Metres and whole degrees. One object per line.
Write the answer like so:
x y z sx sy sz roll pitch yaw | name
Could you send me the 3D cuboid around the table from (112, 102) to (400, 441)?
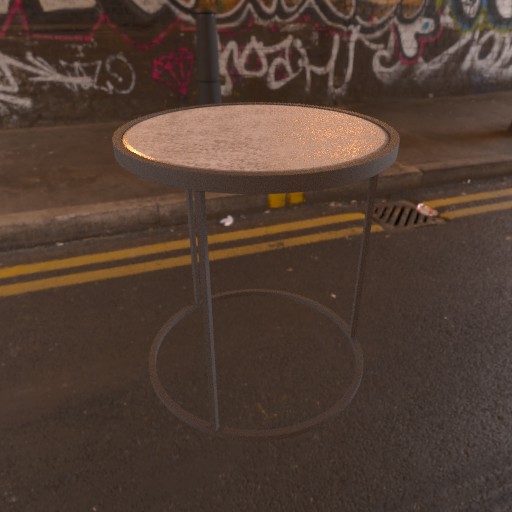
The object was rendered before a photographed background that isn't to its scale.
0.000 0.000 0.875 0.470 0.498 0.470 0 30 0 | table
